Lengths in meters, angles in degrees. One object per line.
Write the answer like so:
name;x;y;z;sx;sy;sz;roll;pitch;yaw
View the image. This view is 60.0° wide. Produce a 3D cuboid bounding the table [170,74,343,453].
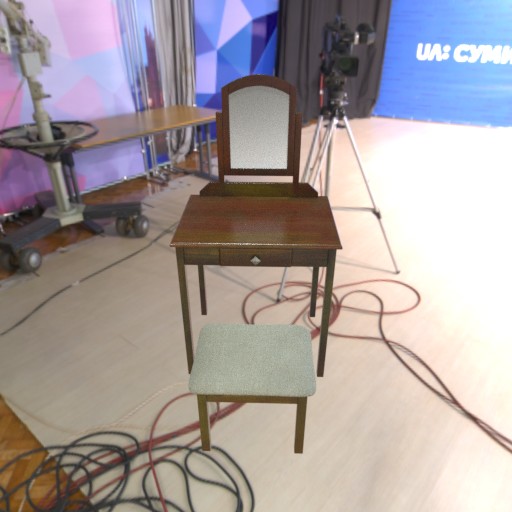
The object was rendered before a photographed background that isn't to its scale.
table;0.000;0.000;2.337;0.876;1.631;1.211;1;30;1
